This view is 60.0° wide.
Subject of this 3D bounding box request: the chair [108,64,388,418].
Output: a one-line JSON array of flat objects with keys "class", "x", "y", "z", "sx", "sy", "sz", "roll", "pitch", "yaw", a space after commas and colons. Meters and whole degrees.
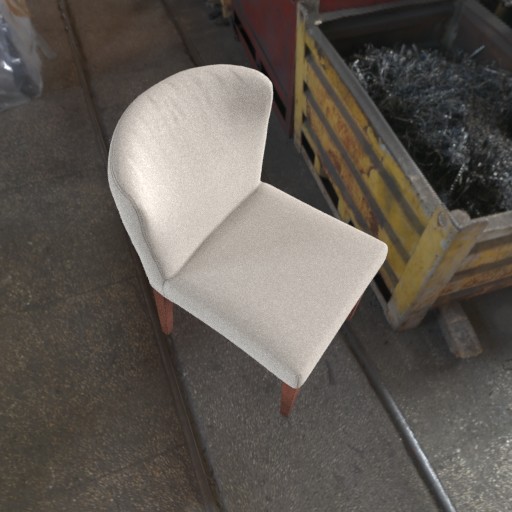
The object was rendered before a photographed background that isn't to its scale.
[{"class": "chair", "x": 0.000, "y": 0.000, "z": 1.227, "sx": 0.592, "sy": 0.839, "sz": 0.491, "roll": 30, "pitch": 61, "yaw": 19}]
